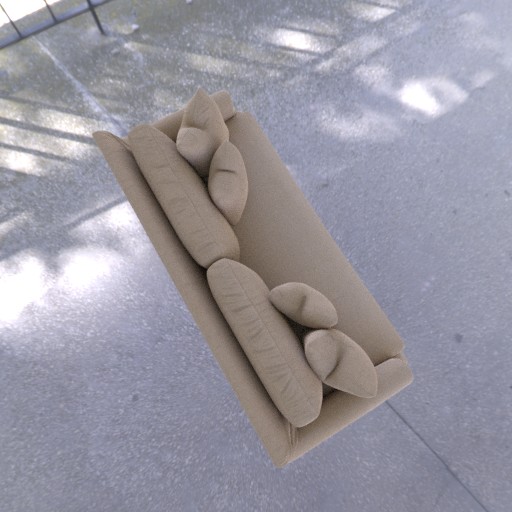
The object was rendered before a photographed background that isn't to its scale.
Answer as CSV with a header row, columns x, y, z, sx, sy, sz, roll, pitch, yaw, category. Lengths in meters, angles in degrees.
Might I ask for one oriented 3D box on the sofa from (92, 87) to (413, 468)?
x,y,z,sx,sy,sz,roll,pitch,yaw,category
0.000,0.000,2.847,1.067,0.904,2.285,-30,77,-8,sofa
